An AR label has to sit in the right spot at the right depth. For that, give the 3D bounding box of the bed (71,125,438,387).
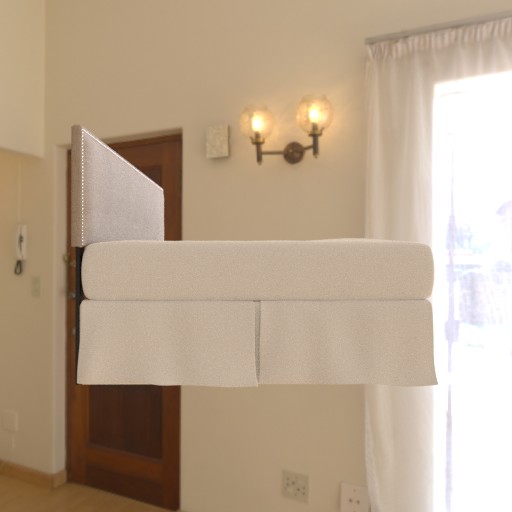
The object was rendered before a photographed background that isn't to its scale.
[{"bbox_3d":[0.000,0.000,3.315,1.914,1.346,2.170,0,0,0],"label":"bed"}]
